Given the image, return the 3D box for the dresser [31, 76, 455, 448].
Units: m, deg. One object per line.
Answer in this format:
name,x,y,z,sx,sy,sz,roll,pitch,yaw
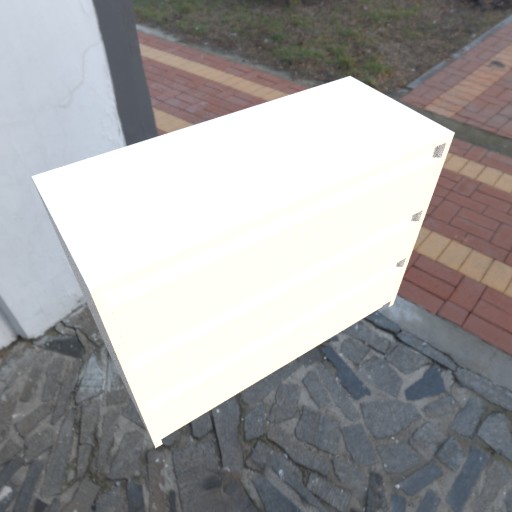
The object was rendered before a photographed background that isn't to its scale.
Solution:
dresser,0.000,0.000,1.525,1.100,0.820,0.460,-25,51,-22
